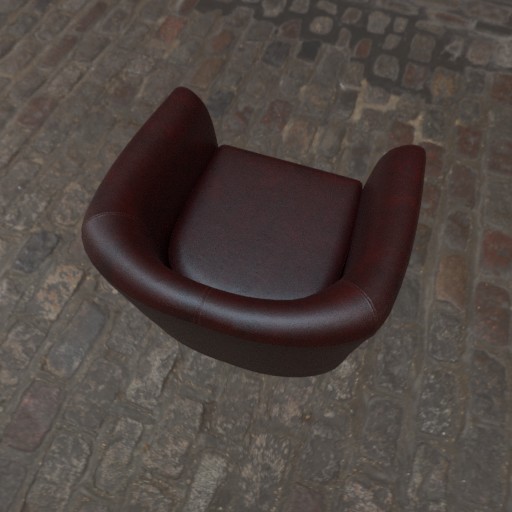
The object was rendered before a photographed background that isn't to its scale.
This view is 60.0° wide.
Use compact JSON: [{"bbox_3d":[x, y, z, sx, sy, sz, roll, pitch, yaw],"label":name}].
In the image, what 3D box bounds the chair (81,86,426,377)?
[{"bbox_3d":[0.000,0.000,1.356,0.792,0.756,0.727,17,63,9],"label":"chair"}]
